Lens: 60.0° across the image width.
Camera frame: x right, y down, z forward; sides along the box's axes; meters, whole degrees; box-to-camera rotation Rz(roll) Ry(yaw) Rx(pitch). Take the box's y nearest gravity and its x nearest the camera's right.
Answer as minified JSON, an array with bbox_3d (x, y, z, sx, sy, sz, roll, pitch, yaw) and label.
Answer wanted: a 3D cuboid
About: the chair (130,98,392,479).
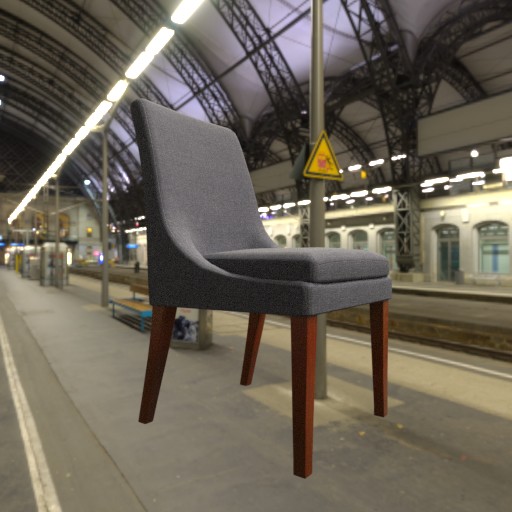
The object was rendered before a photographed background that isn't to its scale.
[{"bbox_3d":[0.000,0.000,1.324,0.655,0.952,0.508,0,0,37],"label":"chair"}]
